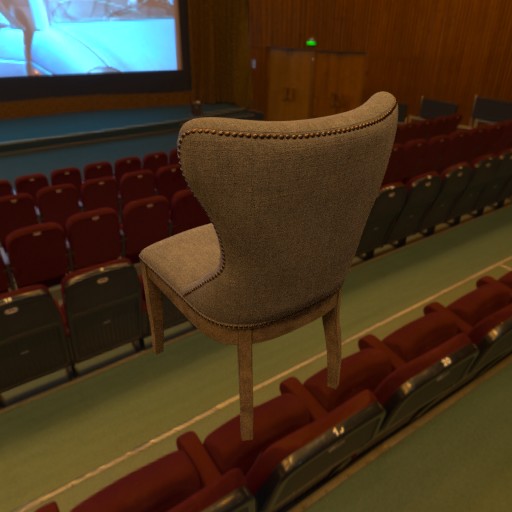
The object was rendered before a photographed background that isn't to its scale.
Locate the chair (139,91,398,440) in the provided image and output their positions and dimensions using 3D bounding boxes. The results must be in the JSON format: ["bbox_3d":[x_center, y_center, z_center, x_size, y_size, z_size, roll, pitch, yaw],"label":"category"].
[{"bbox_3d":[0.000,0.000,1.425,0.654,1.002,0.681,-19,35,-30],"label":"chair"}]
